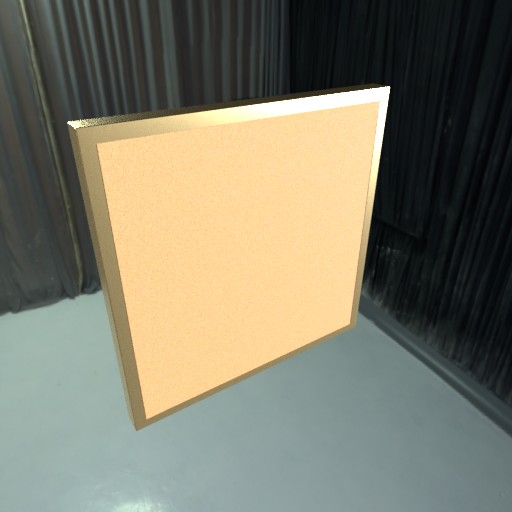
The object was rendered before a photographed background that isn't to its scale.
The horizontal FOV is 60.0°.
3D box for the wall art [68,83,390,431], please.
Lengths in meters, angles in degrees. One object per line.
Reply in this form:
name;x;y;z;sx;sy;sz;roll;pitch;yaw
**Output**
wall art;0.000;0.000;0.455;0.305;0.305;0.023;-18;35;-28
